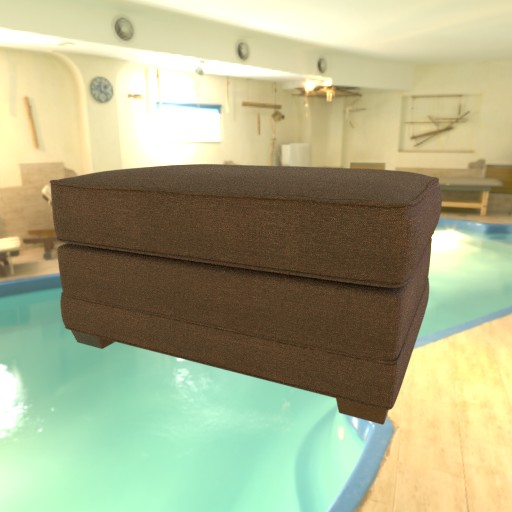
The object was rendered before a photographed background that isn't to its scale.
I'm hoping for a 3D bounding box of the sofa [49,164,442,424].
[{"bbox_3d":[0.000,0.000,1.175,0.854,0.457,0.578,7,16,25],"label":"sofa"}]
